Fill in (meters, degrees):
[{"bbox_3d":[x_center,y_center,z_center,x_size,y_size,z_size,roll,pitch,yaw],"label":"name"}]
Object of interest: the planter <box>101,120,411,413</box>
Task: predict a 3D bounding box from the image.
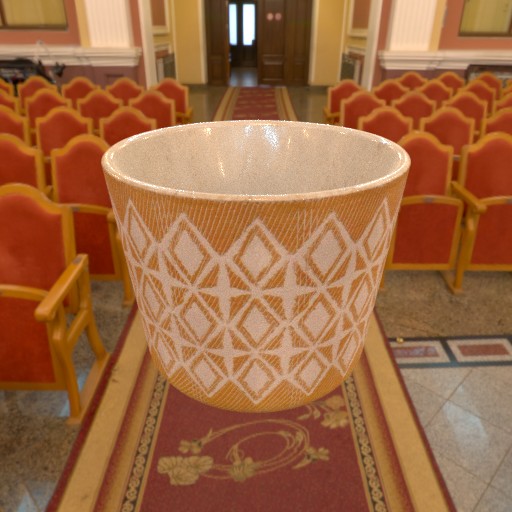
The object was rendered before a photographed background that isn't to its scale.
[{"bbox_3d":[0.000,0.000,0.213,0.126,0.104,0.126,0,27,0],"label":"planter"}]
